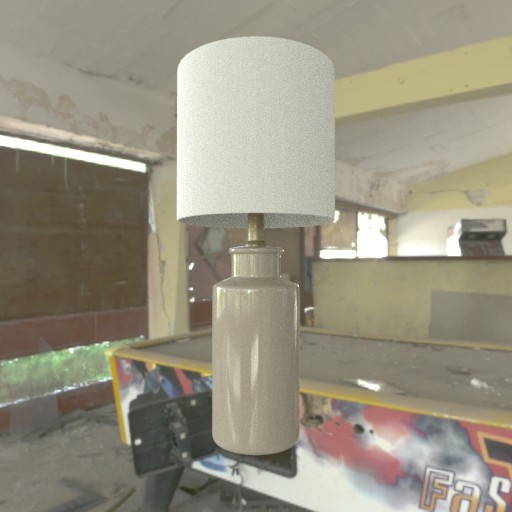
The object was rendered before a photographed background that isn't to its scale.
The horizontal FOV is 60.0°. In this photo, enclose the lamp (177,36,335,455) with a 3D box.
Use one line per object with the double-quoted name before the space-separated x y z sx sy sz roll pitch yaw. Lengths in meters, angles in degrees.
"lamp" 0.000 0.000 0.602 0.212 0.493 0.212 0 -1 -18
